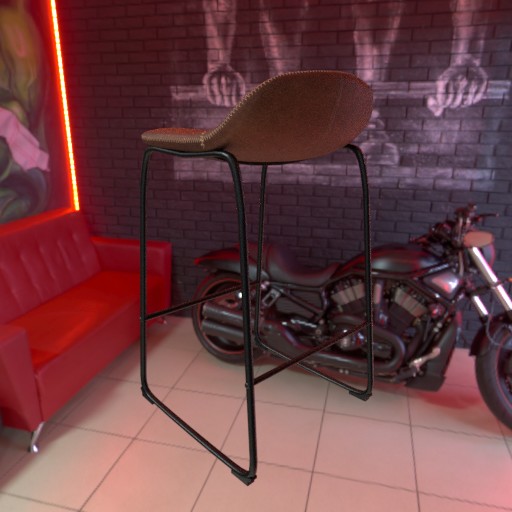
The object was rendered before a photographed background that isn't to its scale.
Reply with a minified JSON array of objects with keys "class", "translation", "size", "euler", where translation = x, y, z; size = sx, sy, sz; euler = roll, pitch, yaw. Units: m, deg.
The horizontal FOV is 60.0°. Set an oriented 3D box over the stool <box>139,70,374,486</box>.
[{"class":"stool","translation":[0.000,0.000,1.116],"size":[0.454,0.830,0.473],"euler":[-15,22,-41]}]
